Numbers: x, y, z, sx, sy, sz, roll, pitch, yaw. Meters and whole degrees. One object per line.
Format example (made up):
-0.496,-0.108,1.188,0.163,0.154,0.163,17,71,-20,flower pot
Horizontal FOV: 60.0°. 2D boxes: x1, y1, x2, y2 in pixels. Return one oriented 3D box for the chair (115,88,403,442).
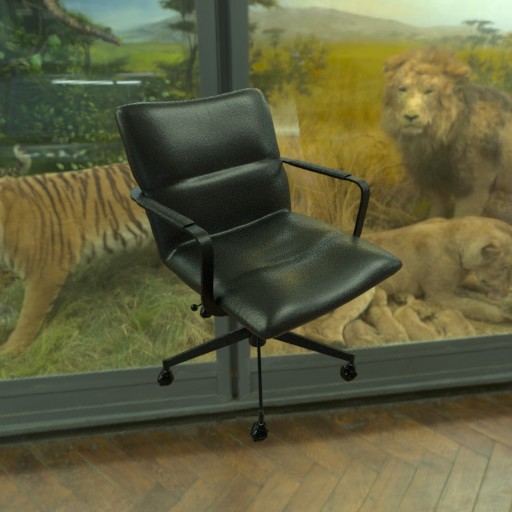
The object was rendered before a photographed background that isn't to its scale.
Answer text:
0.000,0.000,1.466,0.719,0.922,0.748,-21,36,-33,chair
